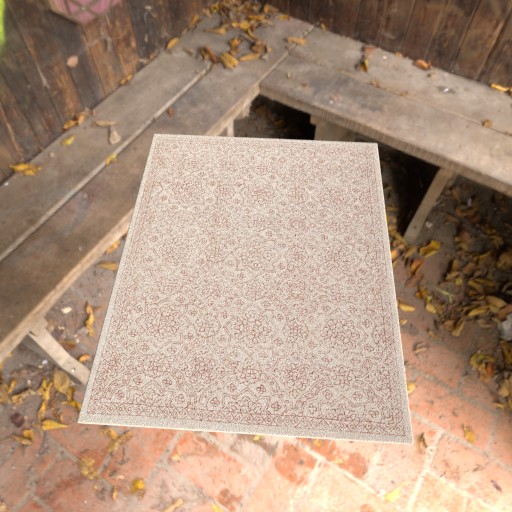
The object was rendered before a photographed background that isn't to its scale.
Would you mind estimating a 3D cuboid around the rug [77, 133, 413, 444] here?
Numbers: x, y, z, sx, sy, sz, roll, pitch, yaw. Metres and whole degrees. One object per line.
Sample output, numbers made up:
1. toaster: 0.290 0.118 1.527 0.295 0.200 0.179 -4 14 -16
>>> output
1. rug: 0.000 0.000 4.022 2.441 0.015 3.050 3 57 2
